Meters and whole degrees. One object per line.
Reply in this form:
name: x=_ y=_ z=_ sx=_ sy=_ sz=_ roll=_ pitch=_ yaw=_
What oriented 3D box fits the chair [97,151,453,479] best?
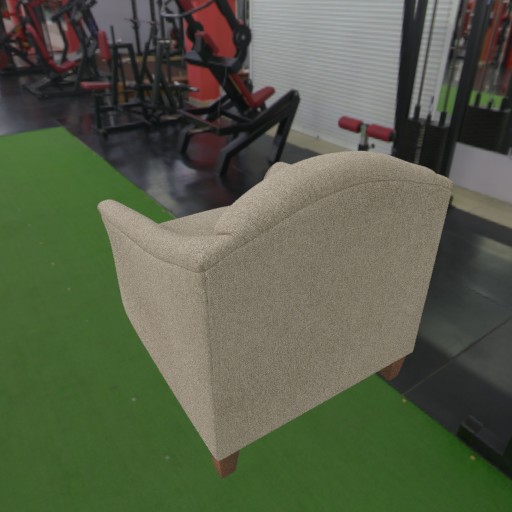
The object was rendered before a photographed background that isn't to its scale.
chair: x=0.000 y=0.000 z=1.422 sx=0.763 sy=0.839 sz=0.787 roll=-18 pitch=35 yaw=-28
